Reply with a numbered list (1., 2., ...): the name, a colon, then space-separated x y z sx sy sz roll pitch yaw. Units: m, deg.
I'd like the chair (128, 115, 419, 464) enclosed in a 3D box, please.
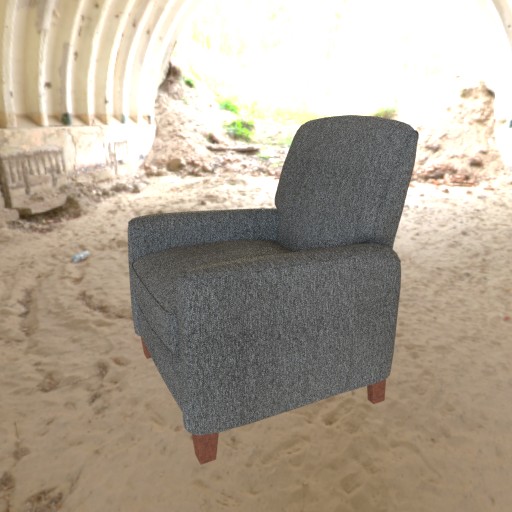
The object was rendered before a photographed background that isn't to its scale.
1. chair: 0.000 0.000 1.664 0.864 1.014 0.848 -8 19 -25
